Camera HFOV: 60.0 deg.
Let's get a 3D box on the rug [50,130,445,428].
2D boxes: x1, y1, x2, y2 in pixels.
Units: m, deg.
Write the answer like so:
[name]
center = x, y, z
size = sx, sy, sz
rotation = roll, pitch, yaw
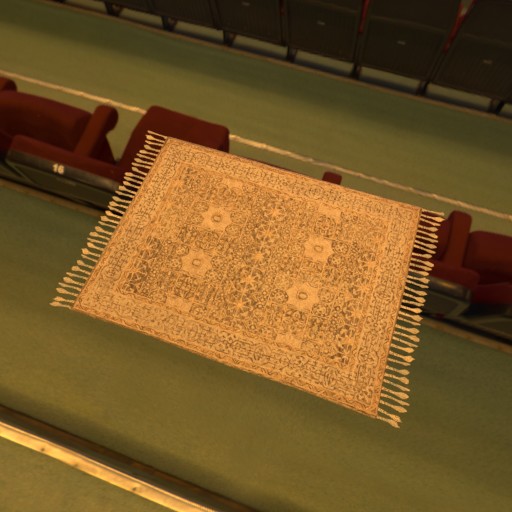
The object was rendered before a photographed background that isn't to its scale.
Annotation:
[rug]
center = 0.000, 0.000, 3.167
size = 2.465, 0.023, 1.619
rotation = 17, 65, 8
